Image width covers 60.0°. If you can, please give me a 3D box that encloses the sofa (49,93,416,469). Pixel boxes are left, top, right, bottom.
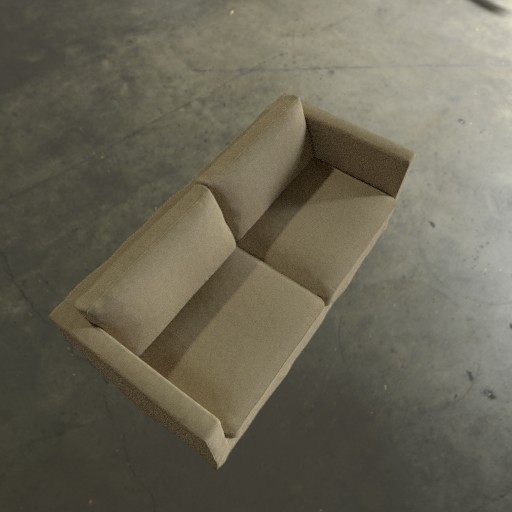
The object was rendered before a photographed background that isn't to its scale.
[{"bbox_3d":[0.000,0.000,2.505,0.962,0.835,1.959,31,63,18],"label":"sofa"}]
